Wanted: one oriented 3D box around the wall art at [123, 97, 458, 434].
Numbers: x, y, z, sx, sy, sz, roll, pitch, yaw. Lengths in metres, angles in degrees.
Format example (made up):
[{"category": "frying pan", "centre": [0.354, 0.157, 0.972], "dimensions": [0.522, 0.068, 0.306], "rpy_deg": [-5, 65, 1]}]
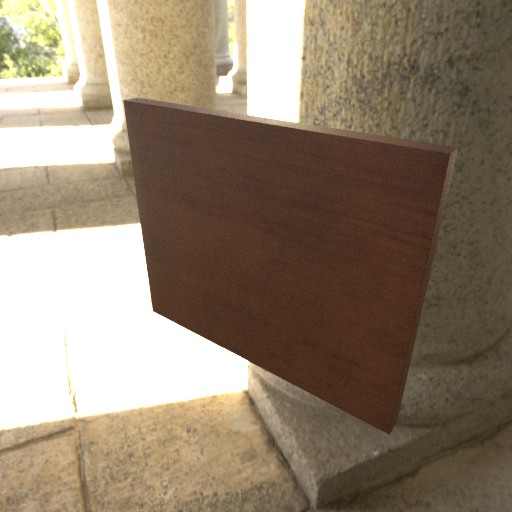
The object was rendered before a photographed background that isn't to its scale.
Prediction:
[{"category": "wall art", "centre": [0.000, 0.000, 0.757], "dimensions": [0.558, 0.457, 0.033], "rpy_deg": [20, 35, 31]}]
